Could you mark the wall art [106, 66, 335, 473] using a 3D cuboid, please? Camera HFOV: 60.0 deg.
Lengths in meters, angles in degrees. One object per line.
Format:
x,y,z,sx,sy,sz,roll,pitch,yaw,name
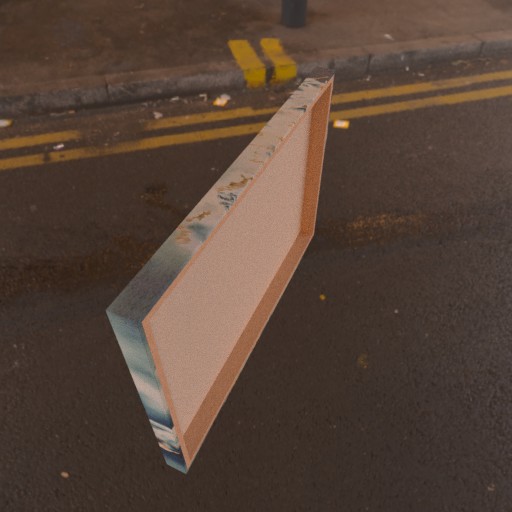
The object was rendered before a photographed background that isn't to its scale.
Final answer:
0.000,0.000,0.753,0.036,0.405,0.607,18,49,17,wall art
